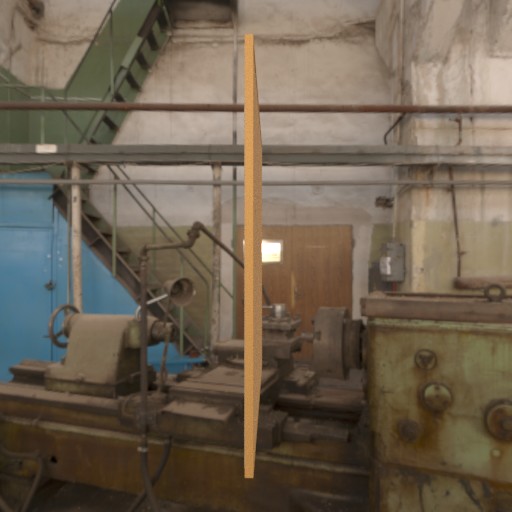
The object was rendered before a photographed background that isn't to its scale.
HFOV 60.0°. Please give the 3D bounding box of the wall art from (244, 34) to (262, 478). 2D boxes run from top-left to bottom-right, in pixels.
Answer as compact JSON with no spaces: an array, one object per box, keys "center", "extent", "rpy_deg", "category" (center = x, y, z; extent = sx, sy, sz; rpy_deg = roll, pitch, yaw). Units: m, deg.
[{"center":[0.000,0.000,0.982],"extent":[0.014,0.655,0.657],"rpy_deg":[0,0,2],"category":"wall art"}]
